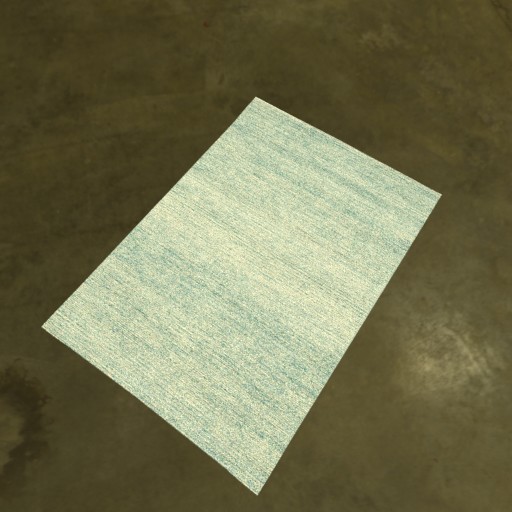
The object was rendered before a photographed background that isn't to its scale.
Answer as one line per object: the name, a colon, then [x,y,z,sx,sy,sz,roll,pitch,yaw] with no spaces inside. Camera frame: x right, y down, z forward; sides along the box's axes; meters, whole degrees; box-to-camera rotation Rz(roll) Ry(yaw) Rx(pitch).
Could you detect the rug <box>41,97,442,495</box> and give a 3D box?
rug: [0.000,0.000,2.927,1.613,0.030,2.306,32,69,14]
